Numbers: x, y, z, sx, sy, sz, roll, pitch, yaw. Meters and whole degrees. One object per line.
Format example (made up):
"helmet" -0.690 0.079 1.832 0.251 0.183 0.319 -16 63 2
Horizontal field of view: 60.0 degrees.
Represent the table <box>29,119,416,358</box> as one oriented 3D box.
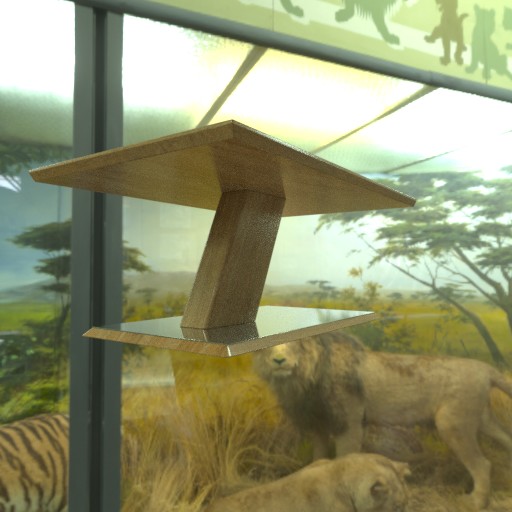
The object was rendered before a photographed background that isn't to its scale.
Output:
"table" 0.000 0.000 1.412 0.692 0.441 1.100 -1 -2 36
